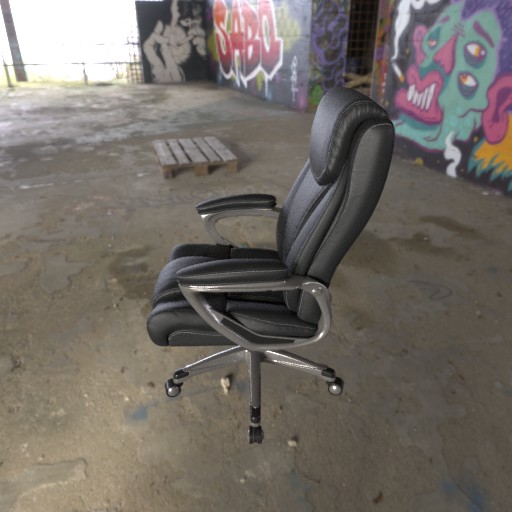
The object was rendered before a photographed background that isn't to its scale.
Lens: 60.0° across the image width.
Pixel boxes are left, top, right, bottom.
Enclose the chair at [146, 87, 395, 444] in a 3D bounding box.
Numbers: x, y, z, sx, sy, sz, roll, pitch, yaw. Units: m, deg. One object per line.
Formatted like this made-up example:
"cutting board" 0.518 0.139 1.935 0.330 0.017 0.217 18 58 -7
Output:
"chair" 0.000 0.000 1.660 0.784 1.167 0.741 0 27 -1
